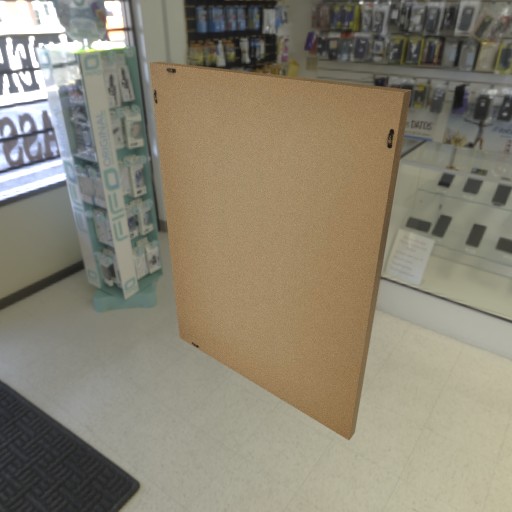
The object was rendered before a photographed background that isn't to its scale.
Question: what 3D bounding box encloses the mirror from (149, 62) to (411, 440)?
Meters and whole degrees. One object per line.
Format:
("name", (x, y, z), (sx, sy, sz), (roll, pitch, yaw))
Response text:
("mirror", (0.000, 0.000, 1.326), (0.762, 1.016, 0.041), (22, 36, 33))
